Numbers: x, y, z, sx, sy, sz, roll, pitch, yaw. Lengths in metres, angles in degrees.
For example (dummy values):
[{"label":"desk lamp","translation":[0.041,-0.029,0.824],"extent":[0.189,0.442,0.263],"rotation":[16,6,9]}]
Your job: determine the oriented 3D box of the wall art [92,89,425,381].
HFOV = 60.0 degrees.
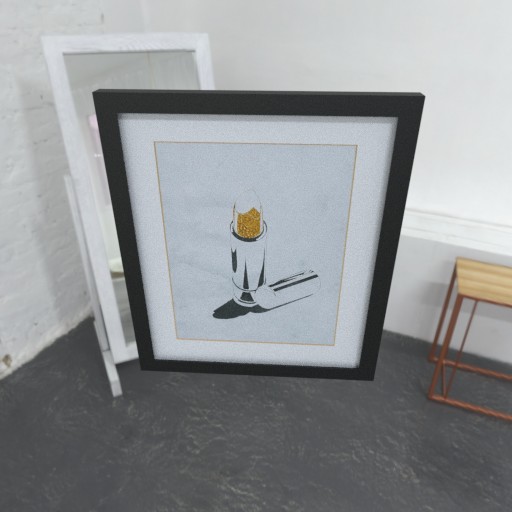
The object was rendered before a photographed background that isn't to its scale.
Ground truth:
[{"label":"wall art","translation":[0.000,0.000,0.542],"extent":[0.330,0.381,0.019],"rotation":[2,30,3]}]
